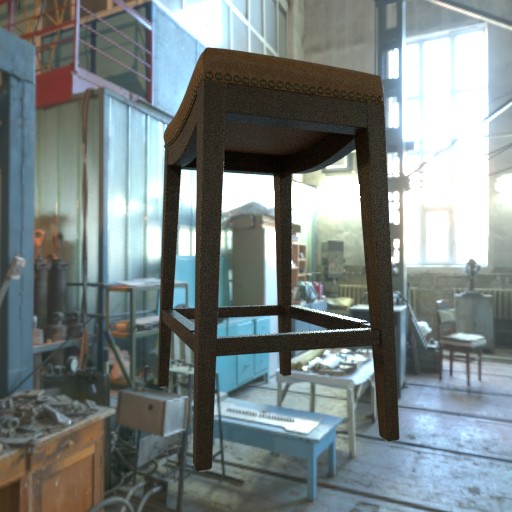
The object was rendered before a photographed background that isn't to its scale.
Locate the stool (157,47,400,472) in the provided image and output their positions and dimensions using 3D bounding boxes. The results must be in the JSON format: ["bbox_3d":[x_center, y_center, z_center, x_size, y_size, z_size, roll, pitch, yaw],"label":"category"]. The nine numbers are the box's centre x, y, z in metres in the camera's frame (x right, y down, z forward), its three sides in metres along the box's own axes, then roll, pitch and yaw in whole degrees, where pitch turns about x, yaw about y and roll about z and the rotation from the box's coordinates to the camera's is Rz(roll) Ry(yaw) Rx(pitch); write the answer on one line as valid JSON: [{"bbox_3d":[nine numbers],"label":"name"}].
[{"bbox_3d":[0.000,0.000,0.958,0.361,0.660,0.500,0,-1,-19],"label":"stool"}]
